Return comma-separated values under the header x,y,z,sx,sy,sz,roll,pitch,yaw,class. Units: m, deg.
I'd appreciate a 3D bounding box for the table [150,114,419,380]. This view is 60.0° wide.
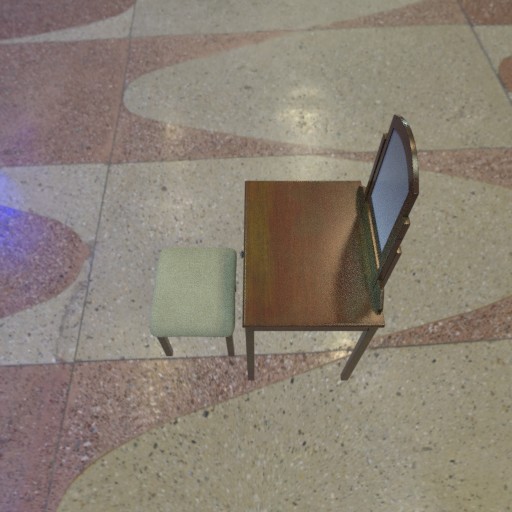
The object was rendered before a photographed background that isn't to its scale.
x,y,z,sx,sy,sz,roll,pitch,yaw,class
0.000,0.000,2.316,1.211,1.631,0.876,0,58,0,table
